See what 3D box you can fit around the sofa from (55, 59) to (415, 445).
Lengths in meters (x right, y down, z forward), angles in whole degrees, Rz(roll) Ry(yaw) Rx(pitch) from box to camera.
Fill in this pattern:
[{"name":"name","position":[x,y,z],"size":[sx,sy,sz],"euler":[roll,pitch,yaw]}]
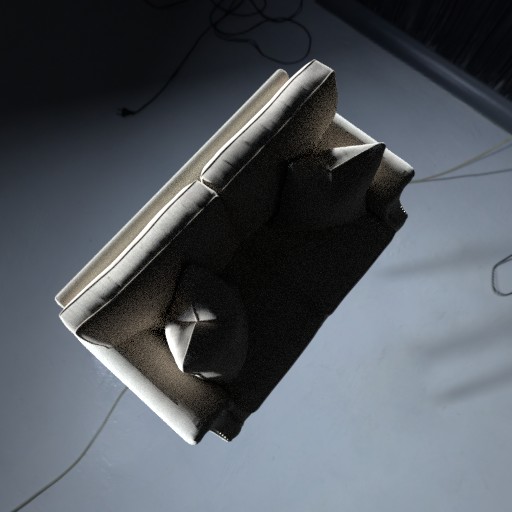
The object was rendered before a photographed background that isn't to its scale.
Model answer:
[{"name":"sofa","position":[0.000,0.000,2.230],"size":[0.966,0.966,1.701],"euler":[39,77,11]}]
